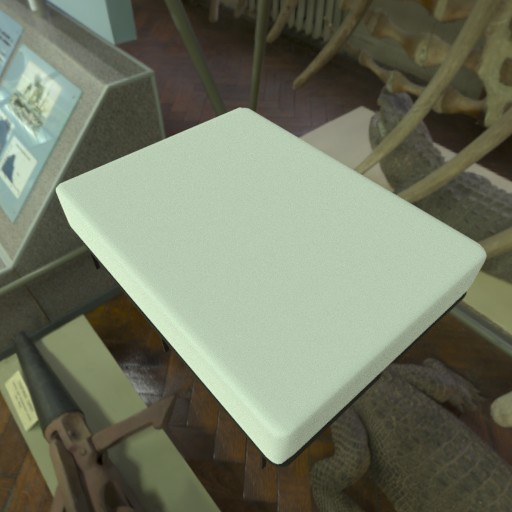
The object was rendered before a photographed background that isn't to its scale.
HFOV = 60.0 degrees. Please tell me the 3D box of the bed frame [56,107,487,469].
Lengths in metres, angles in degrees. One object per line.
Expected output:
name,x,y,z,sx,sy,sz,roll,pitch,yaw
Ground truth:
bed frame,0.000,0.000,2.737,1.528,0.677,2.037,-32,55,-27
